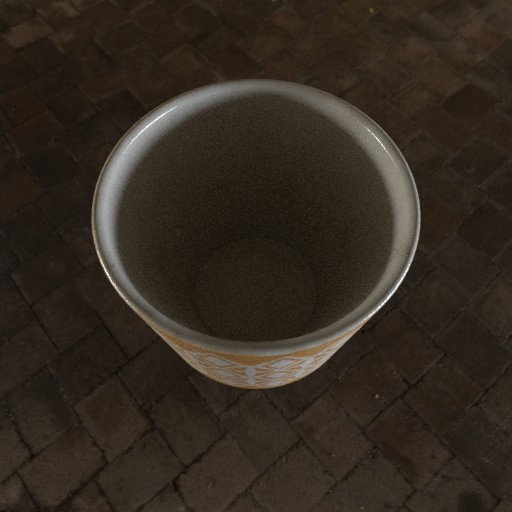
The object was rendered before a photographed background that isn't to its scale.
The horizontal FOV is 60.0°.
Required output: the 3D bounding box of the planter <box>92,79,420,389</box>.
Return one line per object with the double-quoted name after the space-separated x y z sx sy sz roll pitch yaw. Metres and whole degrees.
0.000 0.000 0.336 0.193 0.165 0.193 0 63 0 "planter"
